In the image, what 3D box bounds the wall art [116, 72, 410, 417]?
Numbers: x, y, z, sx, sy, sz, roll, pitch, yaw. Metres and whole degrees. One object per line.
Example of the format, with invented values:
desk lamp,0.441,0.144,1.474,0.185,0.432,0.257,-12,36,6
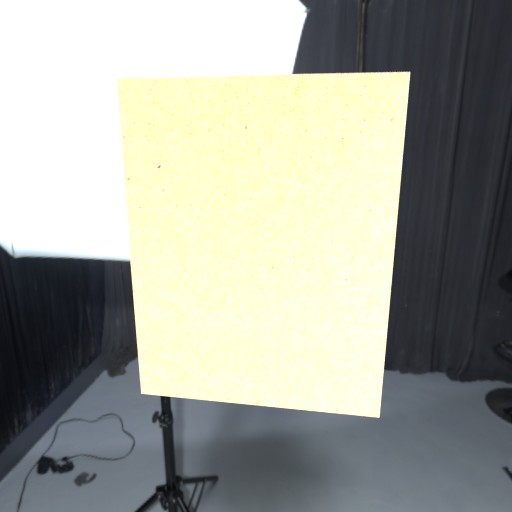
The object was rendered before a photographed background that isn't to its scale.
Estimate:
wall art,0.000,0.000,0.809,0.481,0.613,0.020,3,16,9
